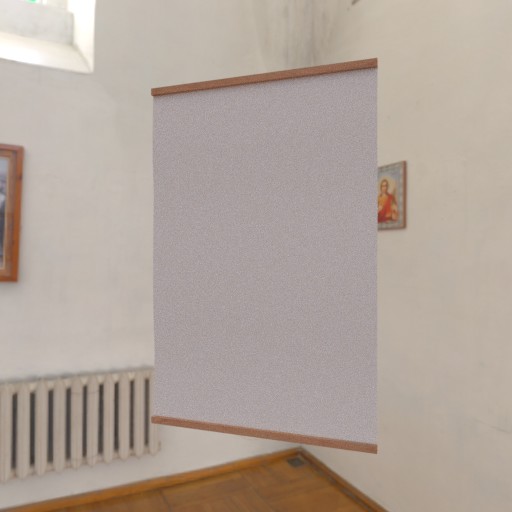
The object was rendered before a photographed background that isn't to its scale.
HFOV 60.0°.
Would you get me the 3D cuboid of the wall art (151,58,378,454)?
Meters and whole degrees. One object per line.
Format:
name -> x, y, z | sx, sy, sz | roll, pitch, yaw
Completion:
wall art -> 0.000, 0.000, 0.627 | 0.332, 0.508, 0.012 | 0, 0, 18
